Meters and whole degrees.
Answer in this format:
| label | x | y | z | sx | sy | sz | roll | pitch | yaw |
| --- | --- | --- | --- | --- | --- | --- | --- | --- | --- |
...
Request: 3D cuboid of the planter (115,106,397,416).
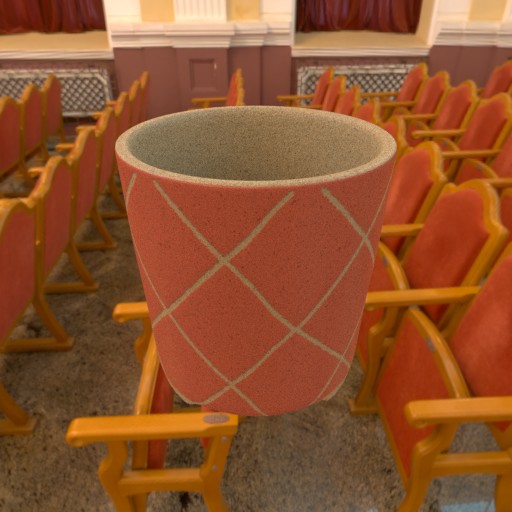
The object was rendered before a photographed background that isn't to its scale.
| label | x | y | z | sx | sy | sz | roll | pitch | yaw |
| --- | --- | --- | --- | --- | --- | --- | --- | --- | --- |
| planter | 0.000 | 0.000 | 0.428 | 0.227 | 0.235 | 0.227 | 0 | 31 | 0 |
